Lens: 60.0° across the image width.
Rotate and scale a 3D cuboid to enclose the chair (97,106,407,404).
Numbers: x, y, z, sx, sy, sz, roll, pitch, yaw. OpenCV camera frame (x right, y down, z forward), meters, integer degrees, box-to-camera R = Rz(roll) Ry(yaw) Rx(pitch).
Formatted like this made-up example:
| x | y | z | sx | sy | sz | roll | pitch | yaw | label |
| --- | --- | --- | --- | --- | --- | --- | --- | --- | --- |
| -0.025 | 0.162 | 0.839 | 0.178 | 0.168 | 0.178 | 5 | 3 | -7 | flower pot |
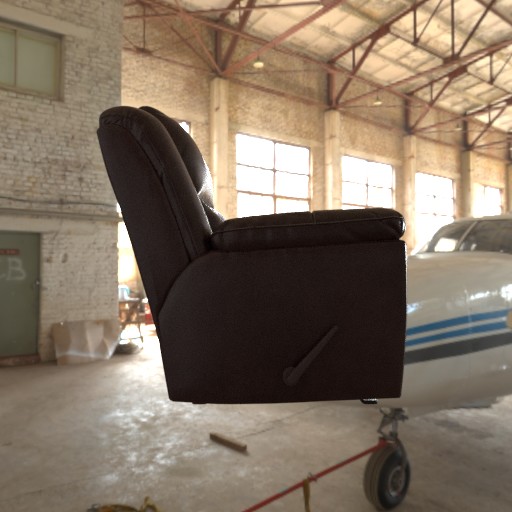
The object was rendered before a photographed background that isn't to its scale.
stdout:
| x | y | z | sx | sy | sz | roll | pitch | yaw | label |
| --- | --- | --- | --- | --- | --- | --- | --- | --- | --- |
| 0.000 | 0.000 | 1.851 | 1.041 | 1.093 | 0.990 | 0 | -1 | 0 | chair |
